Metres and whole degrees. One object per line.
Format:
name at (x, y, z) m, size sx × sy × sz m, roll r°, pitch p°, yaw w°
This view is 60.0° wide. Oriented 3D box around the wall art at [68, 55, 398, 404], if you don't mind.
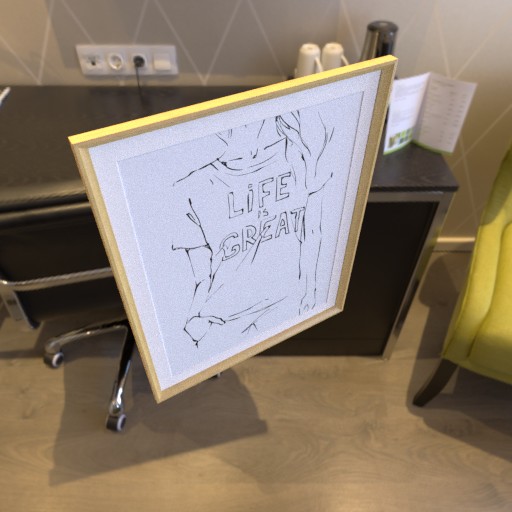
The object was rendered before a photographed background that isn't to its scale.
wall art at (0.000, 0.000, 1.316) m, size 0.798 × 1.002 × 0.030 m, roll -22°, pitch 49°, yaw -21°
